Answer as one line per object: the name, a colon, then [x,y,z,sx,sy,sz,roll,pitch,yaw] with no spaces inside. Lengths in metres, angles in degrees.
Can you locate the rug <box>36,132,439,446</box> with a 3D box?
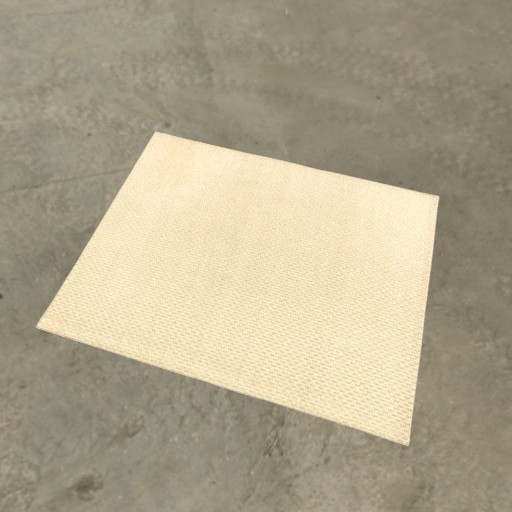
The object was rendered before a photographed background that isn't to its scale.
rug: [0.000,0.000,3.804,2.897,0.035,2.277,15,60,9]
